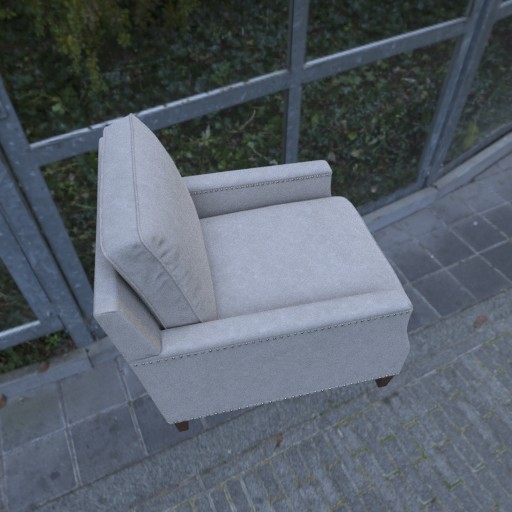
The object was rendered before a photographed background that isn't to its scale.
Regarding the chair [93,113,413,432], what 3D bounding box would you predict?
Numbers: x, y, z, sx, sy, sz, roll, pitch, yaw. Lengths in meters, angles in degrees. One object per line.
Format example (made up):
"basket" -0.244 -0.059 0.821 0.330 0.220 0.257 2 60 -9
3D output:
"chair" 0.000 0.000 1.682 1.014 0.943 0.853 -9 47 -9
